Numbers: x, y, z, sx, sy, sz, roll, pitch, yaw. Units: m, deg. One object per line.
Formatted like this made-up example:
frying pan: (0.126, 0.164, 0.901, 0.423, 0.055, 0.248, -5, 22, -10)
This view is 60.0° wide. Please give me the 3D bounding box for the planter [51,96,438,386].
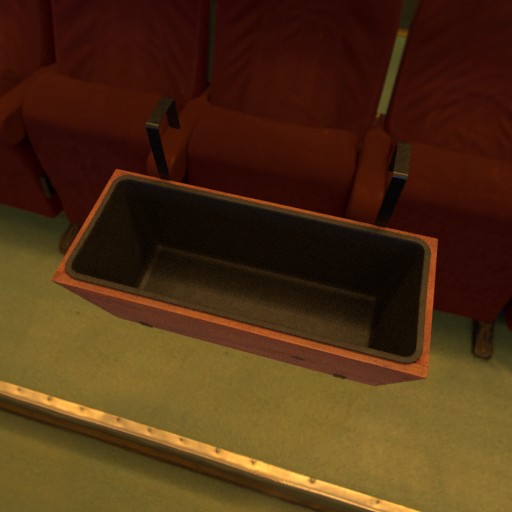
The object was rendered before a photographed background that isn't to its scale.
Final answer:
planter: (0.000, 0.000, 0.642, 0.480, 0.289, 0.262, 13, 59, 8)
